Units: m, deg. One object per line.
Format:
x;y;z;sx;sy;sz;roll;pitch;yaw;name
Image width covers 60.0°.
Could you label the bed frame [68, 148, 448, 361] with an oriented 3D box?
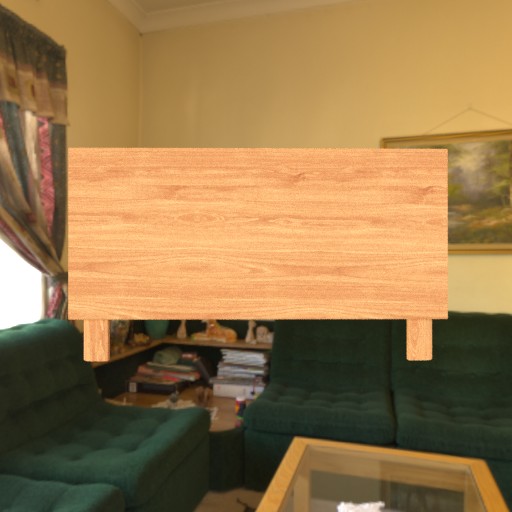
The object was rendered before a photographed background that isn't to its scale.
0.000;0.000;2.982;1.660;0.940;2.092;0;0;-1;bed frame
